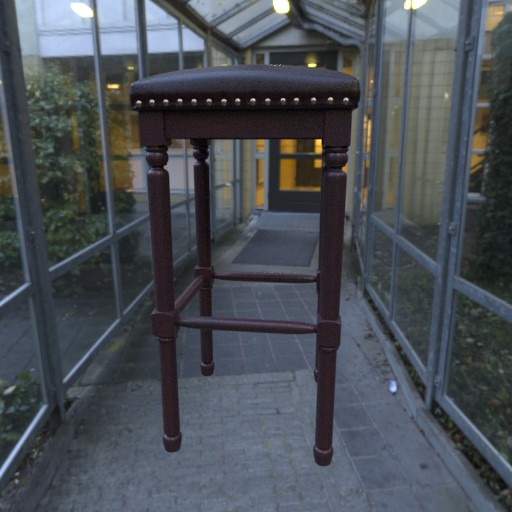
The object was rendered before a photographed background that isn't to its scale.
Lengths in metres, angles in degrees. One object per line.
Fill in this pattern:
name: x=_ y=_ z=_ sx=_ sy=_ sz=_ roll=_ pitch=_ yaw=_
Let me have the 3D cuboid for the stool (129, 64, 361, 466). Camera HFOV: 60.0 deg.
stool: x=0.000 y=0.000 z=0.975 sx=0.383 sy=0.768 sz=0.382 roll=2 pitch=14 yaw=7
